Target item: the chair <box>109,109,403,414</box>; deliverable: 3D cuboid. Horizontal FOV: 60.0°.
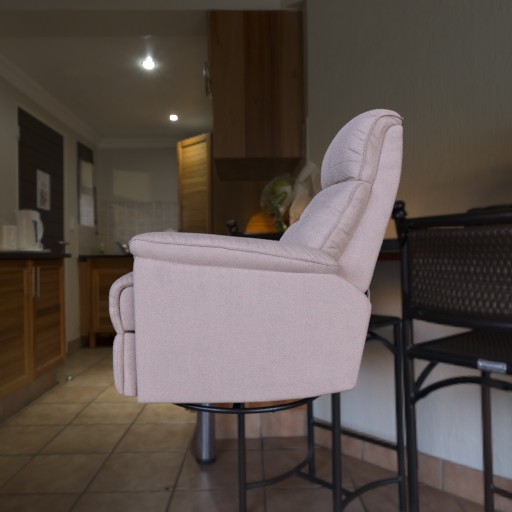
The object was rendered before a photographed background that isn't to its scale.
[{"bbox_3d":[0.000,0.000,1.764,1.004,1.037,0.820,0,1,1],"label":"chair"}]
